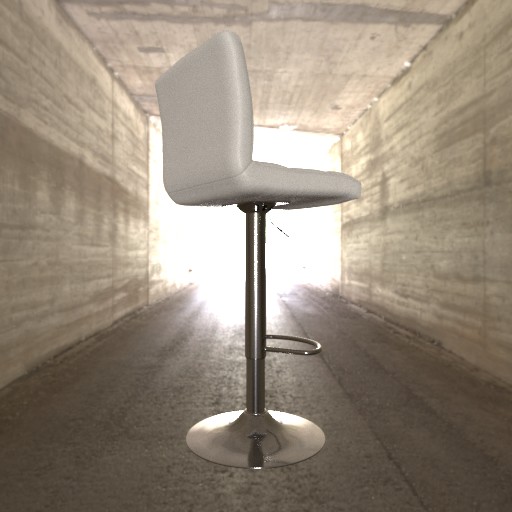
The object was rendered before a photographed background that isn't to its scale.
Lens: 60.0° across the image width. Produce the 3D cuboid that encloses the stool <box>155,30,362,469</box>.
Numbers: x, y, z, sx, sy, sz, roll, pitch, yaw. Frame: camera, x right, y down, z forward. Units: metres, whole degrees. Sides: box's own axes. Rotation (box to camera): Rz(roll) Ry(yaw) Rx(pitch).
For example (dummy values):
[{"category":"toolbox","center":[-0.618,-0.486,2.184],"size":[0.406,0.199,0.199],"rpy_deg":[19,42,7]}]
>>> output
[{"category":"stool","center":[0.000,0.000,1.363],"size":[0.505,1.115,0.430],"rpy_deg":[0,0,-37]}]
